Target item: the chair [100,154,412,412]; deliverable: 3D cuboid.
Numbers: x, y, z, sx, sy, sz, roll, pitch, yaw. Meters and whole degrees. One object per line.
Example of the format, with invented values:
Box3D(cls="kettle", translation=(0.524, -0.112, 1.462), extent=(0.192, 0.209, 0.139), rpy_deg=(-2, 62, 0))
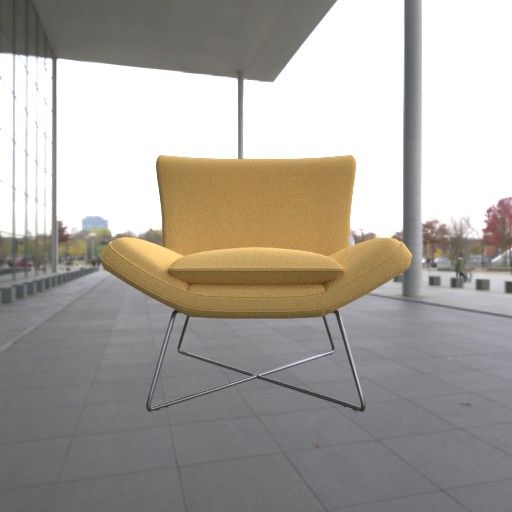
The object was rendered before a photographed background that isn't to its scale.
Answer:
Box3D(cls="chair", translation=(0.000, 0.000, 1.666), extent=(0.859, 0.855, 1.008), rpy_deg=(0, 0, 0))
